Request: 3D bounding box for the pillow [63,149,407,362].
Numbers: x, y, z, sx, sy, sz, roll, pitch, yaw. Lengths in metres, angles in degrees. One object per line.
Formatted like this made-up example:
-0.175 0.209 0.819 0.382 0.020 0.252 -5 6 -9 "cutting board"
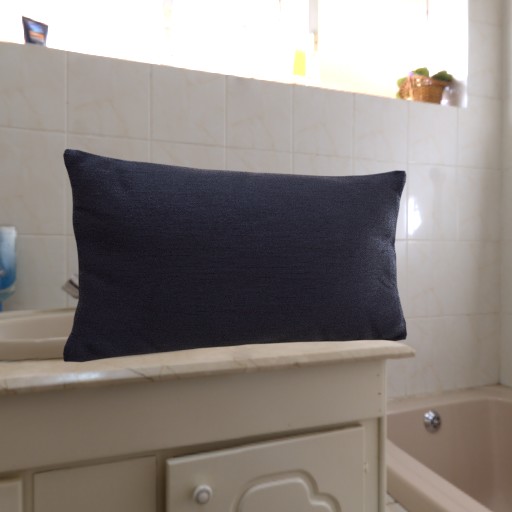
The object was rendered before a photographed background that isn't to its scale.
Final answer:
0.000 0.000 0.783 0.633 0.338 0.210 0 0 -17 "pillow"
